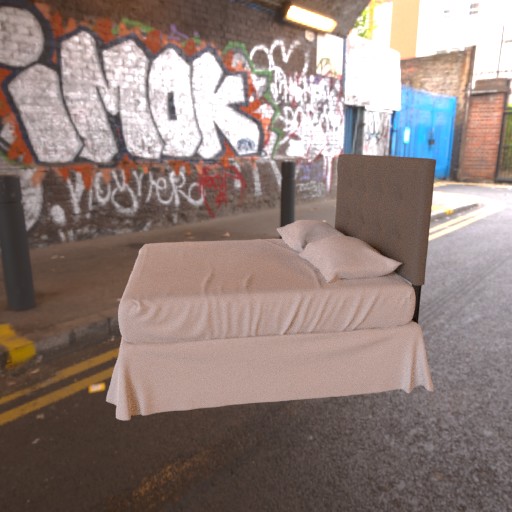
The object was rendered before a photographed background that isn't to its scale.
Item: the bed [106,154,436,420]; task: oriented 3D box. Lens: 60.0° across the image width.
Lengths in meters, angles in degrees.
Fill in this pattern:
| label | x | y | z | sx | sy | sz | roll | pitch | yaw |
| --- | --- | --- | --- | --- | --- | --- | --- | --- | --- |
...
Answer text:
| label | x | y | z | sx | sy | sz | roll | pitch | yaw |
| --- | --- | --- | --- | --- | --- | --- | --- | --- | --- |
| bed | 0.000 | 0.000 | 3.581 | 2.222 | 1.577 | 1.936 | -2 | 14 | -9 |
